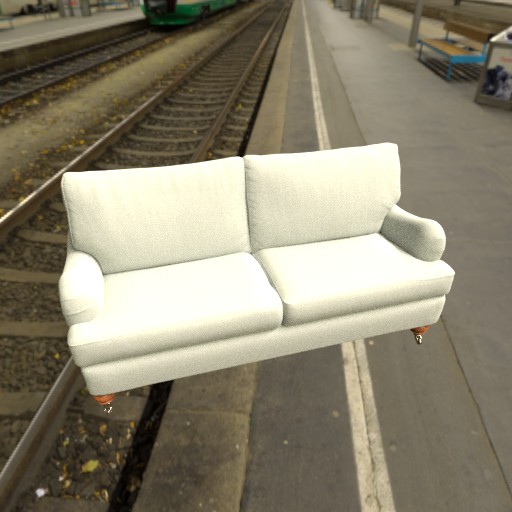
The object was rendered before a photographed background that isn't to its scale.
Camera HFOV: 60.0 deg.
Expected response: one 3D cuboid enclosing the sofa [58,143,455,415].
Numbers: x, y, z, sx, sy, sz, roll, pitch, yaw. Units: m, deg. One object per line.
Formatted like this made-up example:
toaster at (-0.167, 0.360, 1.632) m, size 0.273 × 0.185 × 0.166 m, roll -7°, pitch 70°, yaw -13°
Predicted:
sofa at (0.000, 0.000, 2.739) m, size 2.193 × 1.096 × 1.069 m, roll -9°, pitch 33°, yaw -14°
